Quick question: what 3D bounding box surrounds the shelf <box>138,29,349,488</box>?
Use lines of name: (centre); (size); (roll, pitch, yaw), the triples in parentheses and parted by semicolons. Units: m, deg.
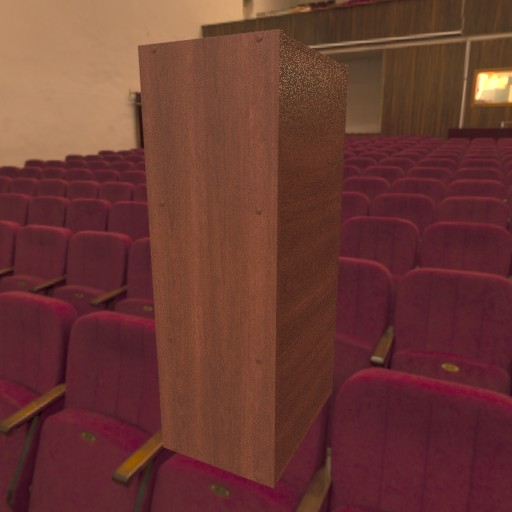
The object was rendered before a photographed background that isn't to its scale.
shelf: (0.000, 0.000, 1.058); (0.290, 0.879, 0.414); (7, 17, 26)
